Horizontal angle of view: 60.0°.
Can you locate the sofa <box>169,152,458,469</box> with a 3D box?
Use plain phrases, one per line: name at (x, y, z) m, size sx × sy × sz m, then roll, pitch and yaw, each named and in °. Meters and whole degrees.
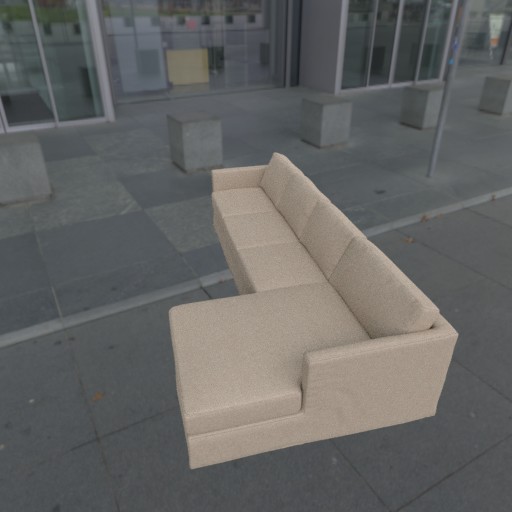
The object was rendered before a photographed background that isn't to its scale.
sofa at (0.000, 0.000, 3.821) m, size 1.622 × 0.867 × 3.177 m, roll -7°, pitch 31°, yaw -12°
